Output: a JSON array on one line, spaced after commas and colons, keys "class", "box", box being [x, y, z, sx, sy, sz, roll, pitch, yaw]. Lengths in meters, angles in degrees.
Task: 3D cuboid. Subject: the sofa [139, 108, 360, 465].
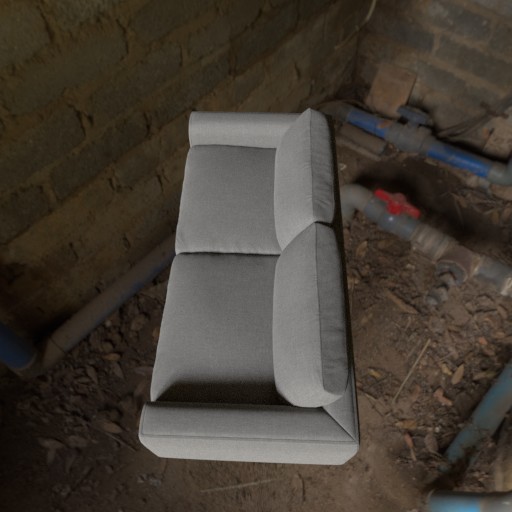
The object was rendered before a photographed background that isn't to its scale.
[{"class": "sofa", "box": [0.000, 0.000, 2.750, 1.070, 0.801, 2.262, 2, 58, 1]}]
